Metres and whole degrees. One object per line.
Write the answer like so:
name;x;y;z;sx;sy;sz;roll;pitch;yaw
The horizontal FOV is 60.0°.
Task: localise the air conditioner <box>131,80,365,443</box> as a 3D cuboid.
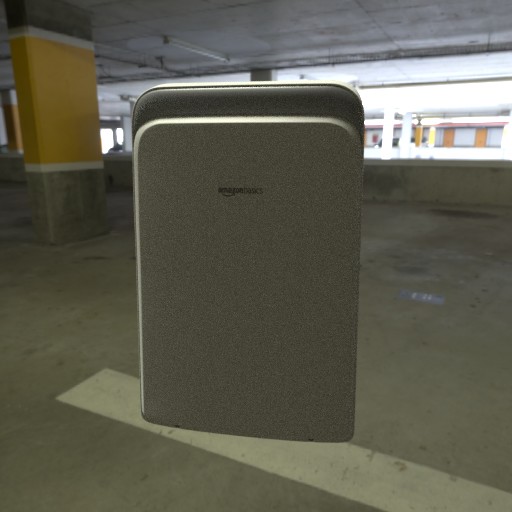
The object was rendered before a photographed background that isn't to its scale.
air conditioner;0.000;0.000;0.947;0.454;0.700;0.365;2;14;9
